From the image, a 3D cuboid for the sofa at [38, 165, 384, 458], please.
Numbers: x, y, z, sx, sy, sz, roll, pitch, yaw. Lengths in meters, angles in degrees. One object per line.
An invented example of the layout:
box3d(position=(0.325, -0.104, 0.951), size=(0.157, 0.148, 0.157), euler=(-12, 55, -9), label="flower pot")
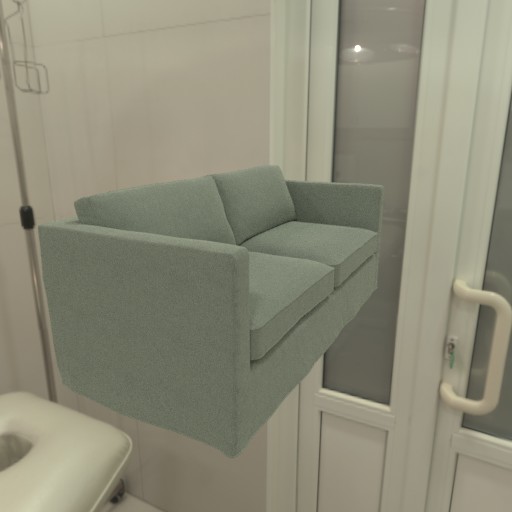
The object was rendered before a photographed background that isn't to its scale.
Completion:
box3d(position=(0.000, 0.000, 2.440), size=(0.940, 0.870, 1.987), euler=(9, 18, 27), label="sofa")
